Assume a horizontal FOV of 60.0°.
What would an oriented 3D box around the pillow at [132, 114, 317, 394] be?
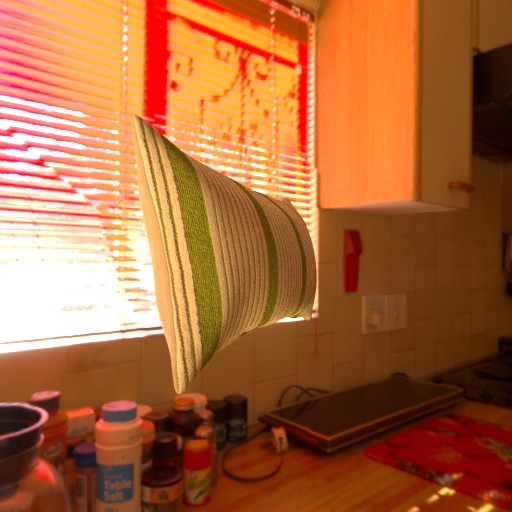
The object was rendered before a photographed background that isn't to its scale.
[{"bbox_3d":[0.000,0.000,0.745,0.156,0.292,0.608,0,-1,20],"label":"pillow"}]
